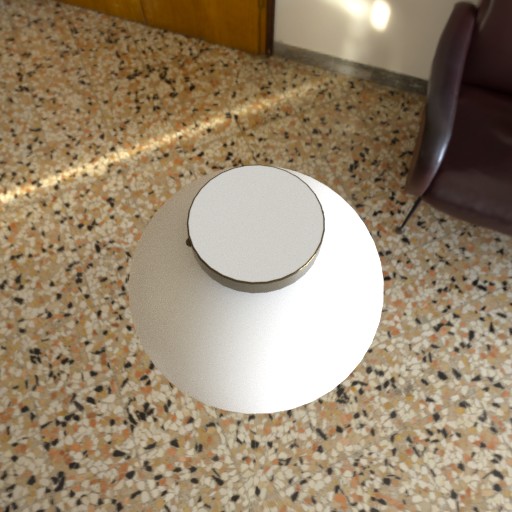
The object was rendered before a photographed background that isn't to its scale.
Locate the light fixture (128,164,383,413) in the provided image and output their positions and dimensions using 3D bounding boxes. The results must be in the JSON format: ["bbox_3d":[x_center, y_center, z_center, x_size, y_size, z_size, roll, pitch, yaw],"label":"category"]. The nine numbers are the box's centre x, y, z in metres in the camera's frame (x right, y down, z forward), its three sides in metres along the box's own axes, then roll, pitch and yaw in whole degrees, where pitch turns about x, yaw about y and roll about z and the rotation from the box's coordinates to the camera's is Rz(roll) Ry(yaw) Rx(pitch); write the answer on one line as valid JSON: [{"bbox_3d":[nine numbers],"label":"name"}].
[{"bbox_3d":[0.000,0.000,0.555,0.355,0.177,0.355,0,64,0],"label":"light fixture"}]
